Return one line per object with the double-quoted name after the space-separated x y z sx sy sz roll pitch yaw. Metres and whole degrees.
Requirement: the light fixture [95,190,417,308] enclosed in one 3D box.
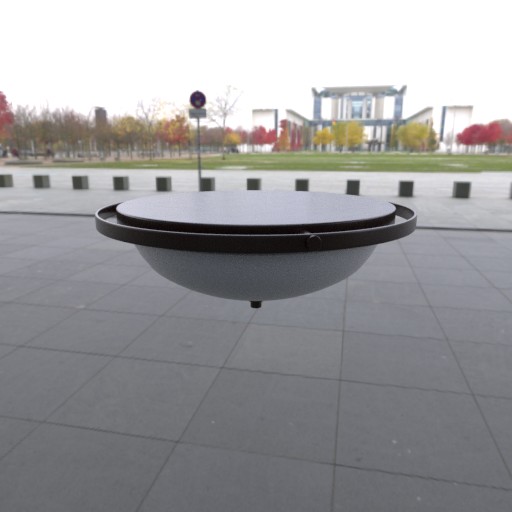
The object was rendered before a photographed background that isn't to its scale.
0.000 0.000 0.540 0.361 0.130 0.361 0 14 0 "light fixture"
